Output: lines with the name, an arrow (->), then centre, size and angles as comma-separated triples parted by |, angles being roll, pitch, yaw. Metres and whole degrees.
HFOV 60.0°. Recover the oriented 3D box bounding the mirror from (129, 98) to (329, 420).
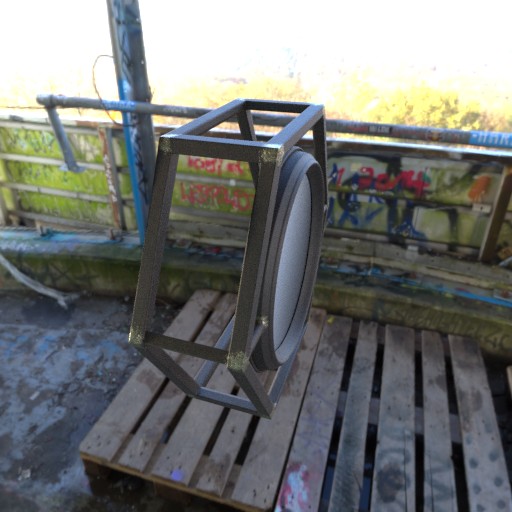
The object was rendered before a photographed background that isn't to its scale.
mirror -> 0.000, 0.000, 0.549 | 0.119, 0.334, 0.380 | 10, 31, 17
